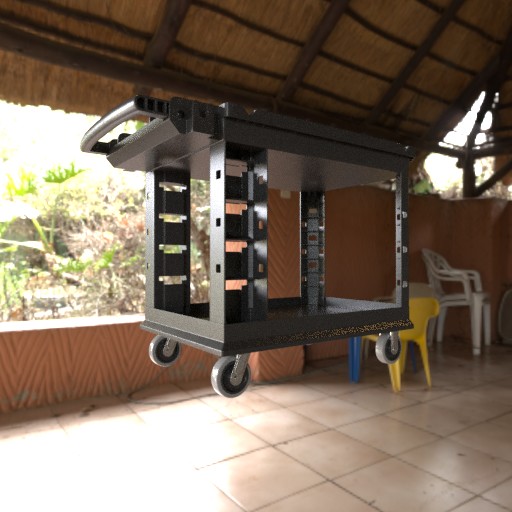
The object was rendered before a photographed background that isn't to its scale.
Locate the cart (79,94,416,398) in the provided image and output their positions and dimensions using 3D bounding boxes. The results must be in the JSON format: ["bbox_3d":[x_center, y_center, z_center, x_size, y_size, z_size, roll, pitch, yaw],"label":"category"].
[{"bbox_3d":[0.000,0.000,1.748,1.239,0.884,0.674,0,-1,-35],"label":"cart"}]
